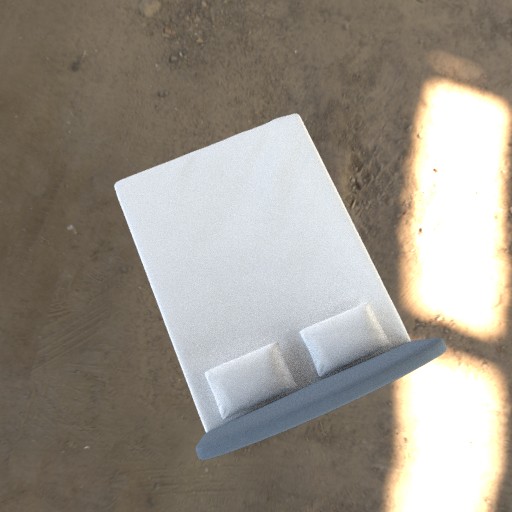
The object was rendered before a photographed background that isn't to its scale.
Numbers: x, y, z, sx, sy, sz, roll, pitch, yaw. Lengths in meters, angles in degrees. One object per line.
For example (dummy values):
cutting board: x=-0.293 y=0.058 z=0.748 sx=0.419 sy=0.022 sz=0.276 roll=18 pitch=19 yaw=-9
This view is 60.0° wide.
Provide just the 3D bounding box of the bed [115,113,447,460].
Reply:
bed: x=0.000 y=0.000 z=3.023 sx=1.607 sy=1.410 sz=2.005 roll=-22 pitch=78 yaw=-5
